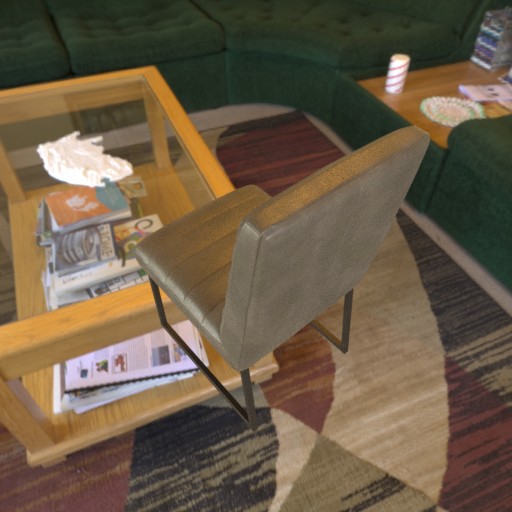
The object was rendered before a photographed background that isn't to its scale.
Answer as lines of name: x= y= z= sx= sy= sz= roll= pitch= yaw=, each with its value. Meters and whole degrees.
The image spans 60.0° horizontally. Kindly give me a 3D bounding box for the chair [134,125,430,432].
chair: x=0.000 y=0.000 z=1.343 sx=0.520 sy=0.930 sz=0.634 roll=-32 pitch=54 yaw=-27
